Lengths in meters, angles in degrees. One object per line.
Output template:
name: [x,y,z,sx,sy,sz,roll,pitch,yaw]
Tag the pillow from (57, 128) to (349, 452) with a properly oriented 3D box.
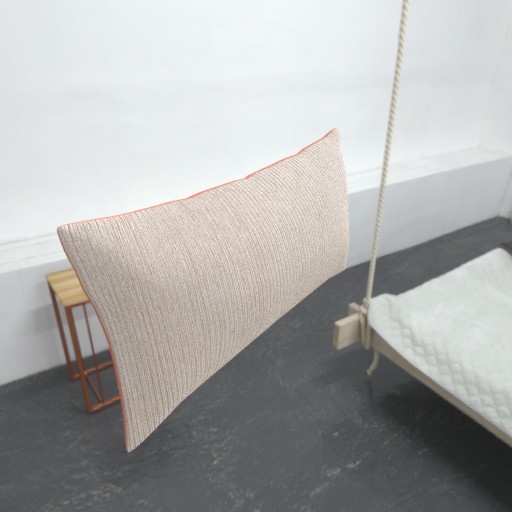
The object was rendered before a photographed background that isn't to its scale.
pillow: [0.000,0.000,0.724,0.155,0.307,0.608,20,34,32]
